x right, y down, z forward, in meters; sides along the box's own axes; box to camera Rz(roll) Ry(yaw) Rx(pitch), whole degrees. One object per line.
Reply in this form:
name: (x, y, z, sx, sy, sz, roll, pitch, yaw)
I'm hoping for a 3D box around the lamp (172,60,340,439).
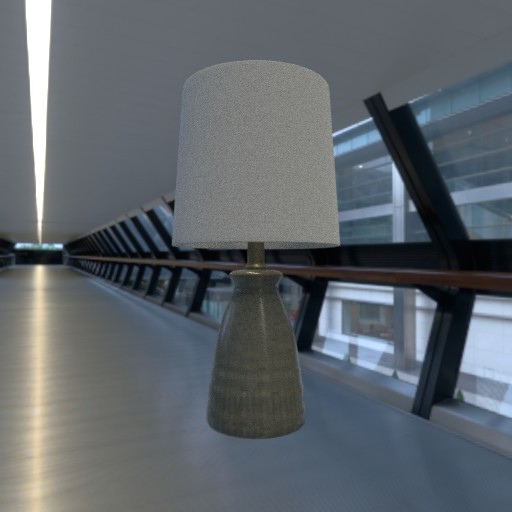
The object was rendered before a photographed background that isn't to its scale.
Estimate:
lamp: (0.000, 0.000, 0.500, 0.186, 0.369, 0.186, 0, -1, 0)
